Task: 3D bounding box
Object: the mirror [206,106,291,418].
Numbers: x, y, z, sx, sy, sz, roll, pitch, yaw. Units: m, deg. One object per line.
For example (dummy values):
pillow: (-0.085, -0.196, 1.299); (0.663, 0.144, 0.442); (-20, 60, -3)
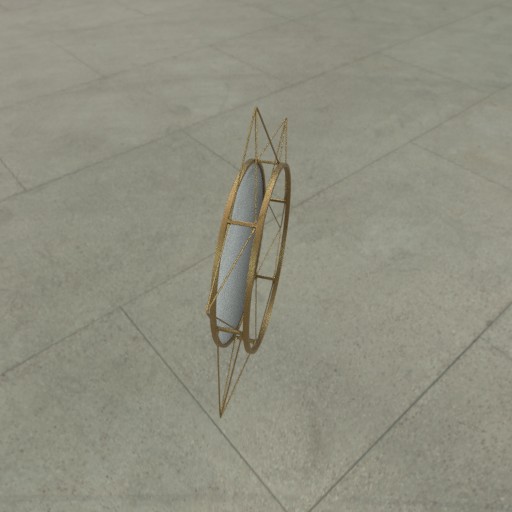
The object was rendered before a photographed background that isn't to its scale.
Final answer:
mirror: (0.000, 0.000, 0.813); (0.062, 0.581, 0.498); (10, 46, 10)
